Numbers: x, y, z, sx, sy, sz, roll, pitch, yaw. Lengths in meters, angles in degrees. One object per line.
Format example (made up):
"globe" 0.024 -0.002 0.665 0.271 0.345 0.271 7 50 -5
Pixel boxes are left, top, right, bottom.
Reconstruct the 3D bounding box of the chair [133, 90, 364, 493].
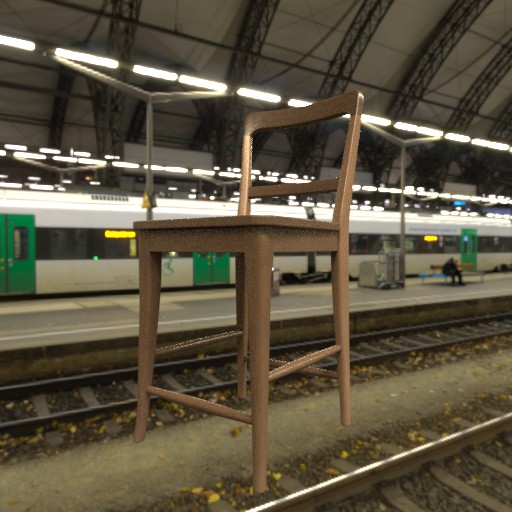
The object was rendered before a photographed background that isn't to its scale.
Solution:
"chair" 0.000 0.000 1.262 0.450 0.991 0.546 1 1 37
